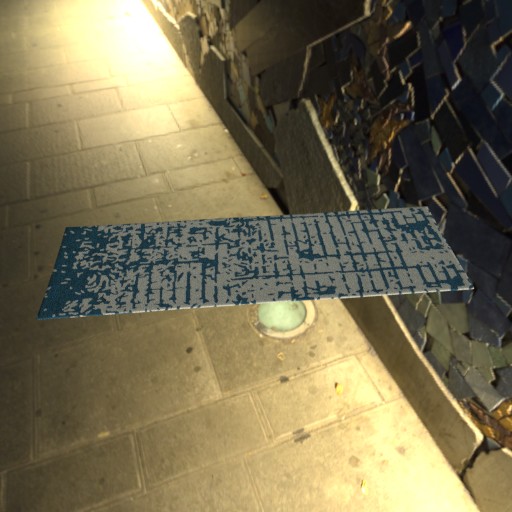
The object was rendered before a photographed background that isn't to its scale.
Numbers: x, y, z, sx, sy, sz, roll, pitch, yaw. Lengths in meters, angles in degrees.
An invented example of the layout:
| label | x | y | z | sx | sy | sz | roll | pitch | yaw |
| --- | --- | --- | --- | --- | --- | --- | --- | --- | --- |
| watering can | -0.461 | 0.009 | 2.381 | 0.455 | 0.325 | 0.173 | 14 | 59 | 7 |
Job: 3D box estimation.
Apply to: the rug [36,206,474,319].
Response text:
| label | x | y | z | sx | sy | sz | roll | pitch | yaw |
| --- | --- | --- | --- | --- | --- | --- | --- | --- | --- |
| rug | 0.000 | 0.000 | 2.718 | 2.435 | 0.011 | 0.750 | -4 | 45 | -4 |
